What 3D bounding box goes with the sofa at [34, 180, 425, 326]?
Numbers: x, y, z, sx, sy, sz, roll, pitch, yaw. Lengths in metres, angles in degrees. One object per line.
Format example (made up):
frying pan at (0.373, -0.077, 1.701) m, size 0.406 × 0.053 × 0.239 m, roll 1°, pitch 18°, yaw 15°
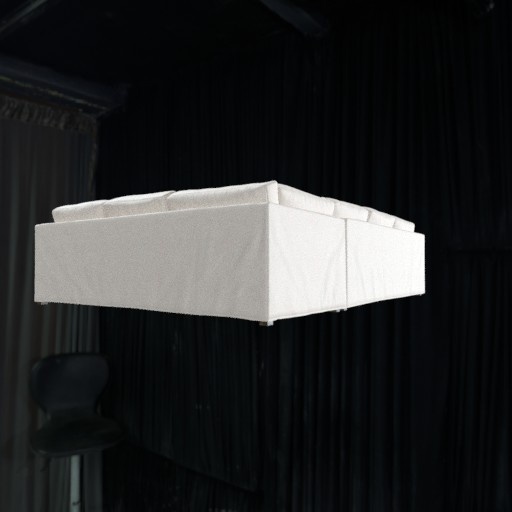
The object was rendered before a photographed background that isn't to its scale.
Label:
sofa at (0.000, 0.000, 4.396) m, size 2.432 × 0.871 × 3.182 m, roll -1°, pitch -2°, yaw 35°
